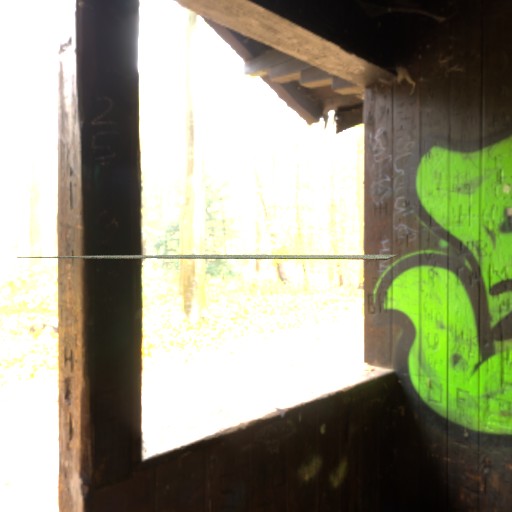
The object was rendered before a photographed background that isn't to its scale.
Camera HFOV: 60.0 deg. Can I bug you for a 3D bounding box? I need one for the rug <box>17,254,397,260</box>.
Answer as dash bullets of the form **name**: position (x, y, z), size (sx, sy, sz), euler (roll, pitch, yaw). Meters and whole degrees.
- **rug**: position (0.000, 0.000, 4.086), size (2.436, 0.007, 3.045), euler (0, 1, 19)
